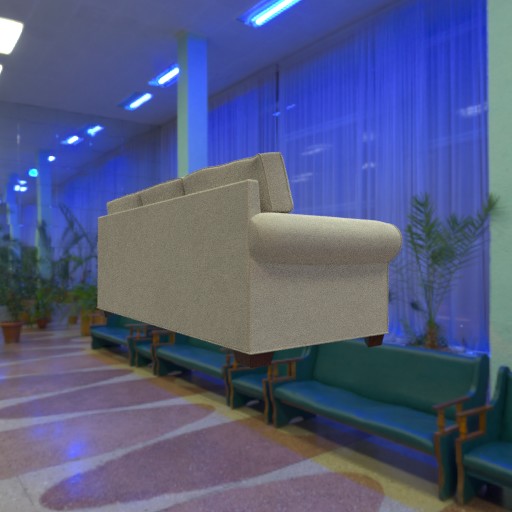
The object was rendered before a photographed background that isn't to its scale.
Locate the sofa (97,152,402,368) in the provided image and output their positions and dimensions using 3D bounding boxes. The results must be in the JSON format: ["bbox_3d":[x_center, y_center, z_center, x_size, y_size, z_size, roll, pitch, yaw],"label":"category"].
[{"bbox_3d":[0.000,0.000,2.413,1.226,0.734,1.770,0,0,-36],"label":"sofa"}]
